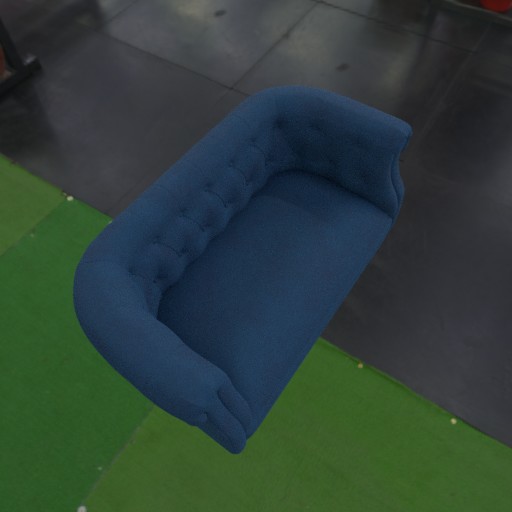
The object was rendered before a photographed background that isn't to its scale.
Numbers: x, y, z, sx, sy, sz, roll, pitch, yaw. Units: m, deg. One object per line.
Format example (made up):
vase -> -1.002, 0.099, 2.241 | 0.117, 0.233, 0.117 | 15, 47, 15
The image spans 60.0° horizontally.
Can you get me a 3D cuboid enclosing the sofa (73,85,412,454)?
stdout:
sofa -> 0.000, 0.000, 2.024 | 0.835, 0.827, 1.558 | 31, 63, 18
